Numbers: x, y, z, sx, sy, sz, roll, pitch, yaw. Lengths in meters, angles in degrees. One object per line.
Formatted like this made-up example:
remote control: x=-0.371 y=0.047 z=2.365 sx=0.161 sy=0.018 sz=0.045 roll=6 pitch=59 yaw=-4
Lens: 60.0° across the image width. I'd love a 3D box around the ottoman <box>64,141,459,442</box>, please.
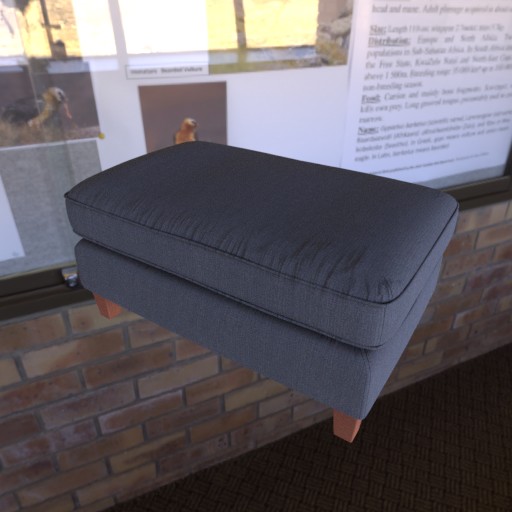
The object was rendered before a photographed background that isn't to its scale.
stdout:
ottoman: x=0.000 y=0.000 z=1.200 sx=0.885 sy=0.438 sz=0.570 roll=19 pitch=35 yaw=28
